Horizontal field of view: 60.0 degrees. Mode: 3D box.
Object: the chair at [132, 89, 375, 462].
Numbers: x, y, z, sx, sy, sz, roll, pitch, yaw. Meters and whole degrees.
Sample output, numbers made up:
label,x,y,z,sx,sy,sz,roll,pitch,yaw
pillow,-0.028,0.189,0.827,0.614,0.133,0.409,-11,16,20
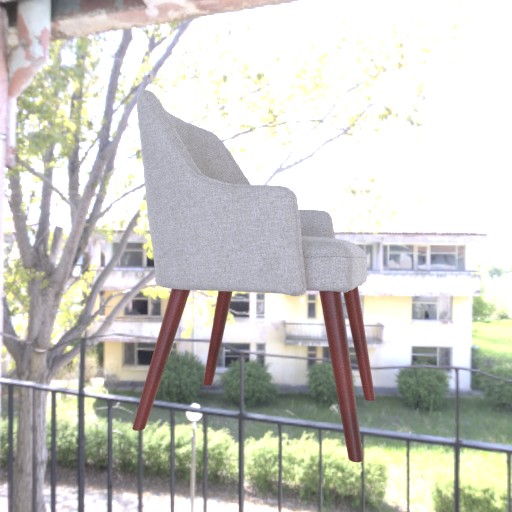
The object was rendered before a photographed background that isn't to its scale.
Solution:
label,x,y,z,sx,sy,sz,roll,pitch,yaw
chair,0.000,0.000,1.211,0.605,0.849,0.548,0,-1,18
